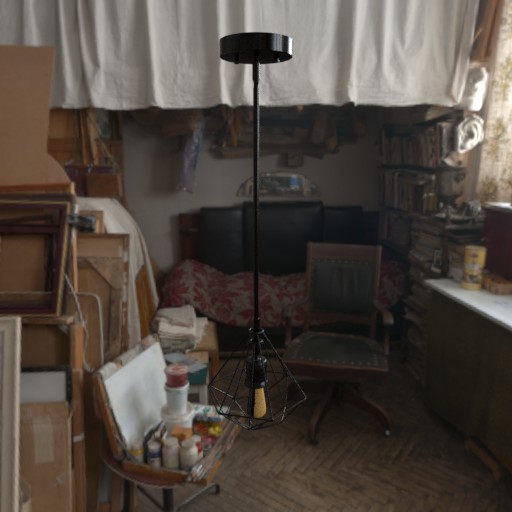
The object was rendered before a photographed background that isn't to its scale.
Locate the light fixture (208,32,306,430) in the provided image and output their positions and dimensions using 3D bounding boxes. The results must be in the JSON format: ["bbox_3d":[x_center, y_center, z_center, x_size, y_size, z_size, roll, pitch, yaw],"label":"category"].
[{"bbox_3d":[0.000,0.000,1.979,0.431,1.764,0.487,13,19,42],"label":"light fixture"}]
